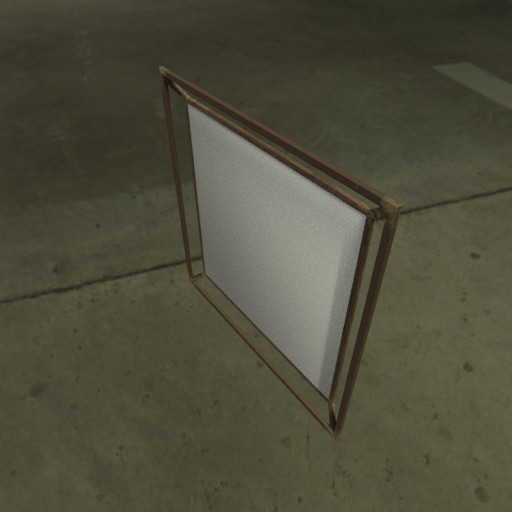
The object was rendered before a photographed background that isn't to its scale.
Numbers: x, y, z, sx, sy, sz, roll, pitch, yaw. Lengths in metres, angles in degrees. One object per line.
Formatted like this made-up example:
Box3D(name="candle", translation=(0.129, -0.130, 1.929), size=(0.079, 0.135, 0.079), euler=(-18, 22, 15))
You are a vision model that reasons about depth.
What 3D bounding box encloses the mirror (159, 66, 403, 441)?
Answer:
Box3D(name="mirror", translation=(0.000, 0.000, 0.928), size=(0.032, 0.610, 0.610), euler=(-27, 48, -27))
